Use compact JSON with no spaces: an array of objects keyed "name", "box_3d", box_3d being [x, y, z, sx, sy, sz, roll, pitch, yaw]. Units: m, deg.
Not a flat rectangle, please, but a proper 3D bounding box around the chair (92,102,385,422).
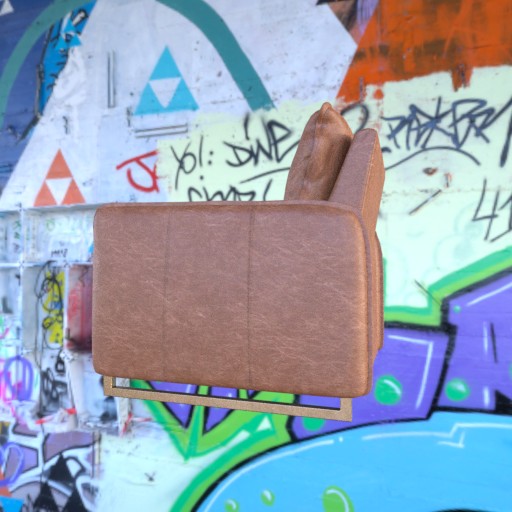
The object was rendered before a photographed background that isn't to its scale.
[{"name":"chair","box_3d":[0.000,0.000,1.666,0.922,0.922,0.830,-1,-2,18]}]
